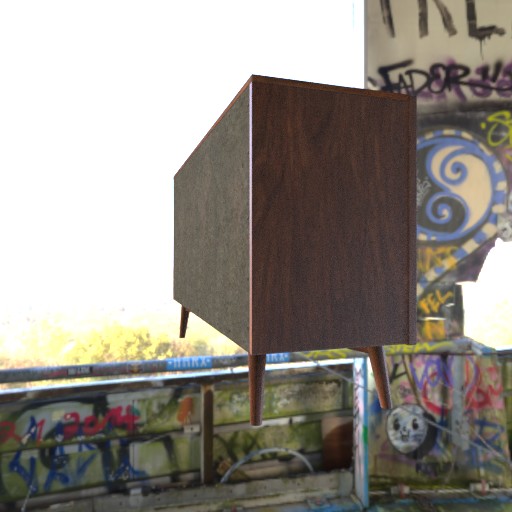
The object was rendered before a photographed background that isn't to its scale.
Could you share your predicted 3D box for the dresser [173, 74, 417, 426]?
[{"bbox_3d":[0.000,0.000,1.858,0.500,0.889,1.472,0,0,-18],"label":"dresser"}]
